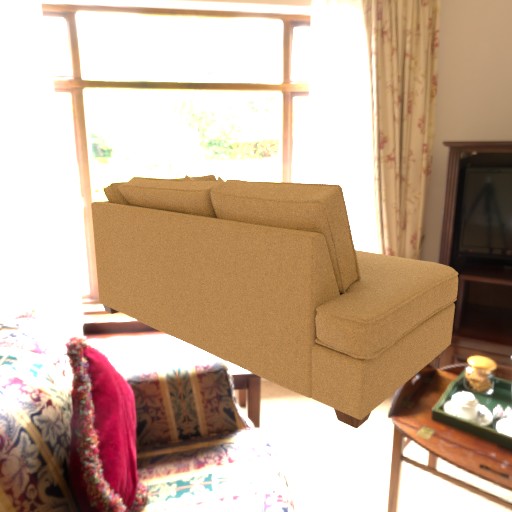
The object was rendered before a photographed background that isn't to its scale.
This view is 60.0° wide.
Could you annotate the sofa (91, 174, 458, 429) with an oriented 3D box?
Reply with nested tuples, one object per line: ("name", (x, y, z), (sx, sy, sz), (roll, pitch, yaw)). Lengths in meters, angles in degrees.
("sofa", (0.000, 0.000, 2.869), (2.237, 1.033, 1.110), (12, 18, 42))
